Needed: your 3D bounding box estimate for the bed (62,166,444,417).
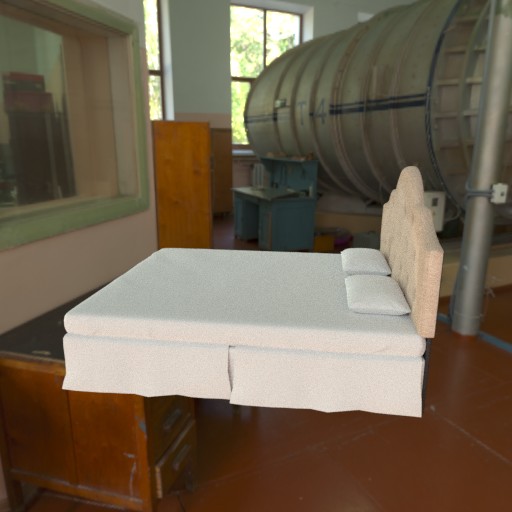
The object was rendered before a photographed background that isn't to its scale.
[{"bbox_3d":[0.000,0.000,2.962,1.970,1.194,1.667,2,15,8],"label":"bed"}]
